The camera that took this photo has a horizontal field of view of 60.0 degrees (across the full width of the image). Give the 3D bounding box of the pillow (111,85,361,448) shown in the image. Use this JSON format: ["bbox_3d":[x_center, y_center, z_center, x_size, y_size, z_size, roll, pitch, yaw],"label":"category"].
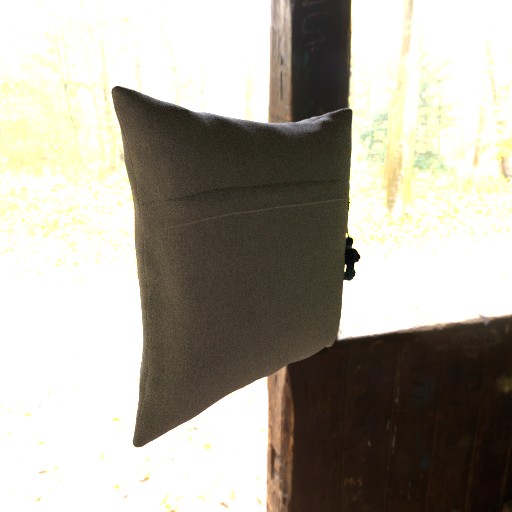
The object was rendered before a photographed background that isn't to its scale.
[{"bbox_3d":[0.000,0.000,0.655,0.173,0.436,0.433,14,20,43],"label":"pillow"}]
